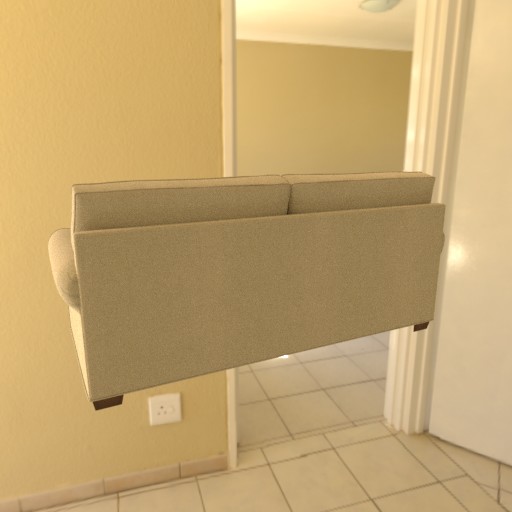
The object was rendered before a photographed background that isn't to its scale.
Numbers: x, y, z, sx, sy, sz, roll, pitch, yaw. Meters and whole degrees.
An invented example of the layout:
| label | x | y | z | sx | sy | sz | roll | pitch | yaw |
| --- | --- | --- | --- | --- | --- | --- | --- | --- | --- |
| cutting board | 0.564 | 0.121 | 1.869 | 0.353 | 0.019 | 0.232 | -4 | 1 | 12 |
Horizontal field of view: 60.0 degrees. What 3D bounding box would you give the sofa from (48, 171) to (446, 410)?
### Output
| label | x | y | z | sx | sy | sz | roll | pitch | yaw |
| --- | --- | --- | --- | --- | --- | --- | --- | --- | --- |
| sofa | 0.000 | 0.000 | 2.559 | 2.146 | 0.962 | 0.901 | -7 | 16 | -26 |
